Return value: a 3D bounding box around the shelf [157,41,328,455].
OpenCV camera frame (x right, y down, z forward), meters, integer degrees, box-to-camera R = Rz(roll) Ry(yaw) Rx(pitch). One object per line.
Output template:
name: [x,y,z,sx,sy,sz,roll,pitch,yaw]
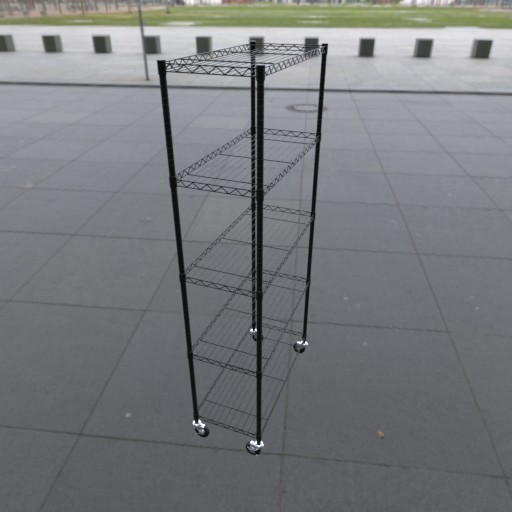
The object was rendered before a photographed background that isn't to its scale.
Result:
shelf: [0.000,0.000,1.945,0.356,1.645,0.762,11,32,18]
